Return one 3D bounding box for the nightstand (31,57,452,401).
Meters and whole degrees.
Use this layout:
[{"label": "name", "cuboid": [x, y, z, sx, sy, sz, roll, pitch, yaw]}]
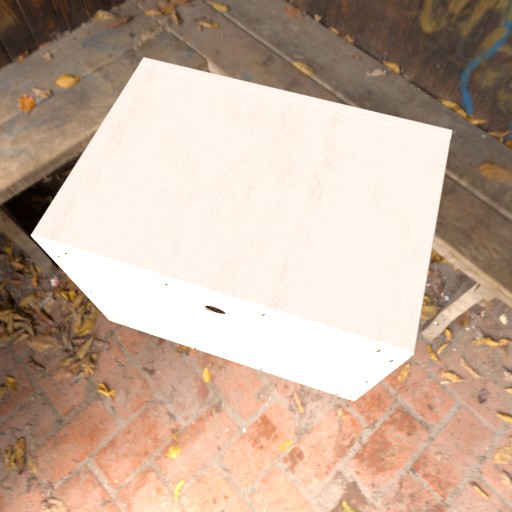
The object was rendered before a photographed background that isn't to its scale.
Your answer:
[{"label": "nightstand", "cuboid": [0.000, 0.000, 1.029, 0.614, 0.604, 0.447, 16, 65, 8]}]
